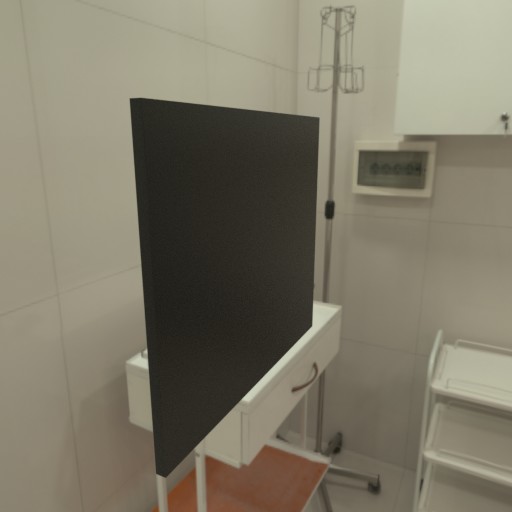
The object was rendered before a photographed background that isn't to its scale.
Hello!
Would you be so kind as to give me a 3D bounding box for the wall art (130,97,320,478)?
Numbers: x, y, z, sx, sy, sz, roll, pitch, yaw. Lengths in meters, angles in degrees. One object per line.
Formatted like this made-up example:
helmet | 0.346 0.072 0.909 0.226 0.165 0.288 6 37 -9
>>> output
wall art | 0.000 0.000 0.532 0.012 0.332 0.383 8 17 26
